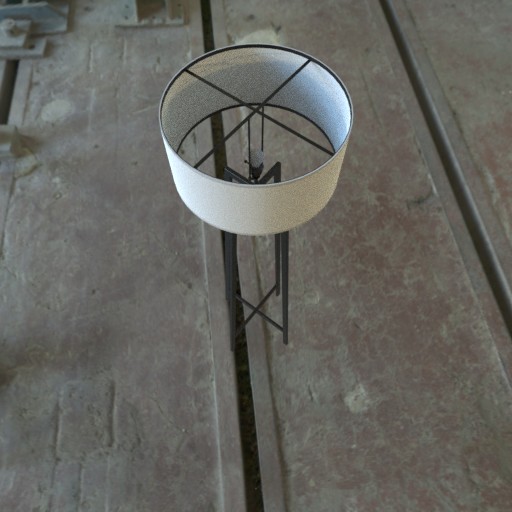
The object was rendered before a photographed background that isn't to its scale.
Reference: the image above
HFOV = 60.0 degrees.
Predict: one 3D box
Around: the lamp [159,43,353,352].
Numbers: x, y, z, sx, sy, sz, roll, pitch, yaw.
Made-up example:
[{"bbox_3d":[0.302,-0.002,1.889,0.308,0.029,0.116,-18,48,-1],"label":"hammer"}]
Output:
[{"bbox_3d":[0.000,0.000,1.715,0.456,1.510,0.457,35,68,17],"label":"lamp"}]
